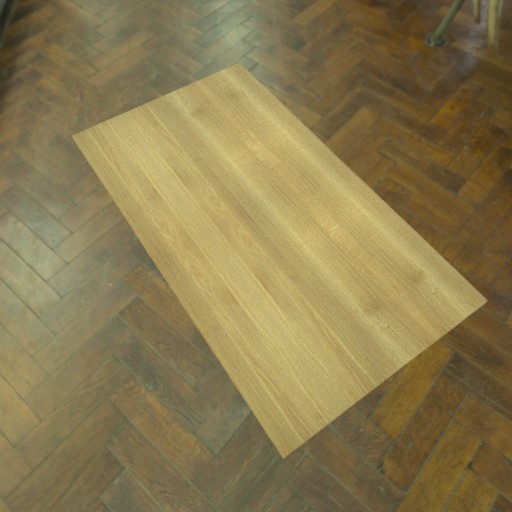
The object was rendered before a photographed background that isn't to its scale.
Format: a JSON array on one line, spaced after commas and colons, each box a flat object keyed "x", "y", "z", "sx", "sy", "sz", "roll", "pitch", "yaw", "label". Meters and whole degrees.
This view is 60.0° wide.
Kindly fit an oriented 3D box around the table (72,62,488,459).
[{"x": 0.000, "y": 0.000, "z": 2.102, "sx": 0.900, "sy": 0.750, "sz": 1.600, "roll": -31, "pitch": 64, "yaw": -17, "label": "table"}]
